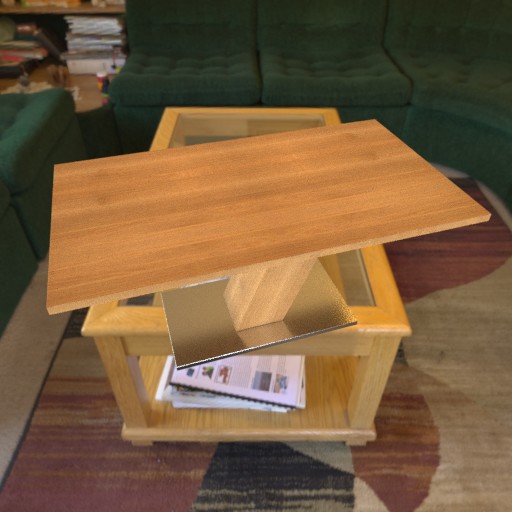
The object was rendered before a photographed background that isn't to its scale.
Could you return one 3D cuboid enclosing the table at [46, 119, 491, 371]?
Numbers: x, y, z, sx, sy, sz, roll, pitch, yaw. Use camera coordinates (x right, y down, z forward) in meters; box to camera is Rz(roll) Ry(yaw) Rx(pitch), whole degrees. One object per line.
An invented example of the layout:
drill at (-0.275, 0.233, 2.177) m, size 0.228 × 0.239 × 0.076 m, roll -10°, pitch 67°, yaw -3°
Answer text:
table at (0.000, 0.000, 2.078) m, size 1.600 × 0.750 × 0.900 m, roll -12°, pitch 42°, yaw -13°
